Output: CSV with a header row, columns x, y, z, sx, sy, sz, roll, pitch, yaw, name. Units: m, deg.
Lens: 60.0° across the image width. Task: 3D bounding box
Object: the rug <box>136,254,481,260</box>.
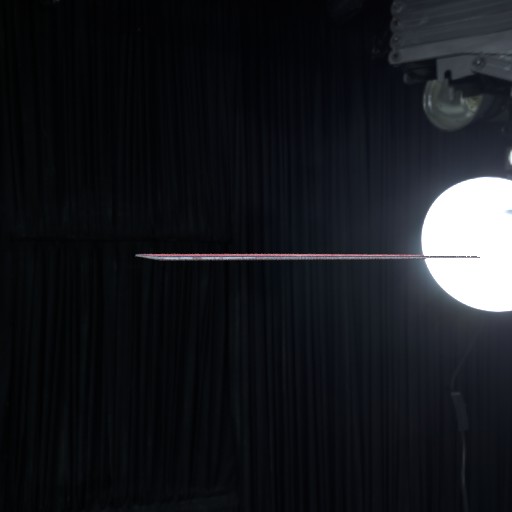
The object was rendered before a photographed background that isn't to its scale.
x,y,z,sx,sy,sz,roll,pitch,yaw,name
0.000,0.000,3.089,1.539,0.018,2.449,0,0,-17,rug
